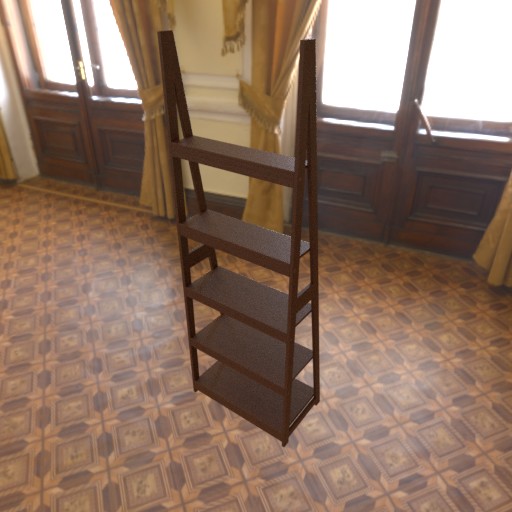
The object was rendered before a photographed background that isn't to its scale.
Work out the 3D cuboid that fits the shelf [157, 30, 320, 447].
[{"bbox_3d":[0.000,0.000,1.957,0.600,1.770,0.350,20,36,31],"label":"shelf"}]
